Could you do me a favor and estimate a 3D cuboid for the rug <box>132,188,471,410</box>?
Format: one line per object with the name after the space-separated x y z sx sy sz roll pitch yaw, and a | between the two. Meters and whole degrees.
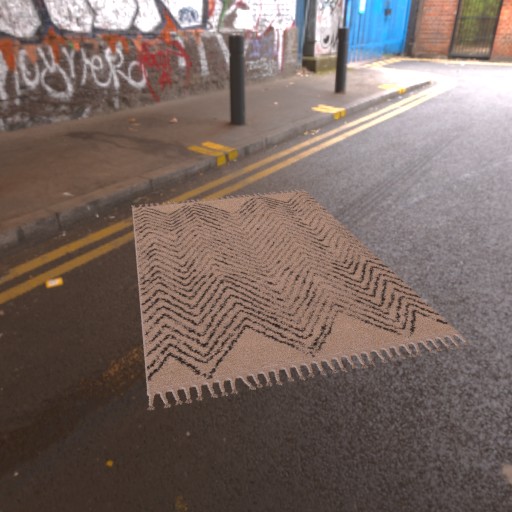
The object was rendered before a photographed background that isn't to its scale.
0.000 0.000 2.341 1.230 0.014 1.847 -8 29 -14 | rug
